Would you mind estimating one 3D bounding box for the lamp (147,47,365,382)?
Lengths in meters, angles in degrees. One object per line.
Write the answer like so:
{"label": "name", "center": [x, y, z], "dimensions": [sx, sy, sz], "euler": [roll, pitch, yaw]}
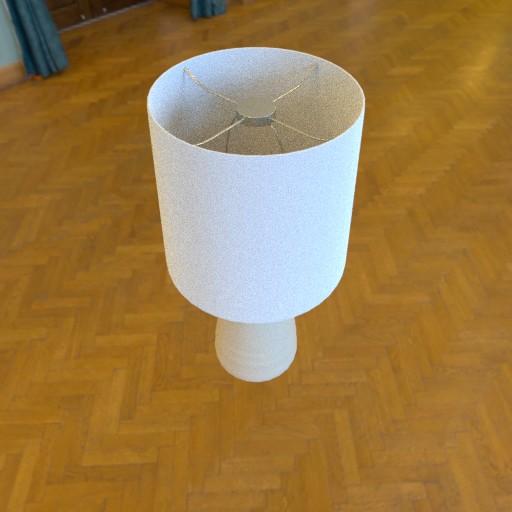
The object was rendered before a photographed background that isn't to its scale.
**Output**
{"label": "lamp", "center": [0.000, 0.000, 0.474], "dimensions": [0.186, 0.369, 0.186], "euler": [0, 48, 0]}
